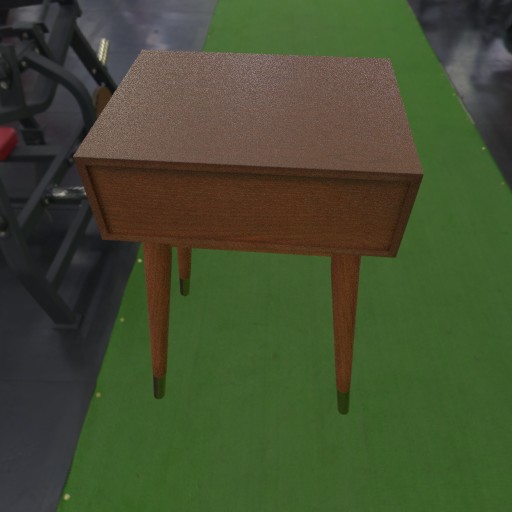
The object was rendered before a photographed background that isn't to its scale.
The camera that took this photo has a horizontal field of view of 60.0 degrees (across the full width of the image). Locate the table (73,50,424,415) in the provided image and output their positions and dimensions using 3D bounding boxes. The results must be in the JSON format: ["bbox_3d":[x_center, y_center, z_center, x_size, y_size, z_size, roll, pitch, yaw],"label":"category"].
[{"bbox_3d":[0.000,0.000,0.800,0.406,0.599,0.300,4,47,3],"label":"table"}]
